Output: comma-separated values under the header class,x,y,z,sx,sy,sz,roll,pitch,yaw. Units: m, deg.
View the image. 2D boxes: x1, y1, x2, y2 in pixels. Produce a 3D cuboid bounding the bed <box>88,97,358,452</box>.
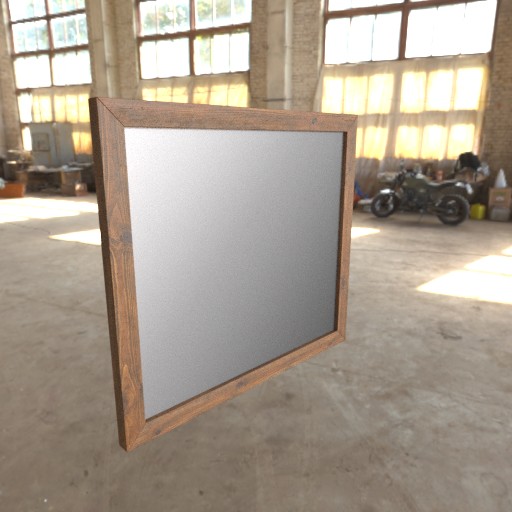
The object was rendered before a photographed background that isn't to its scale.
class,x,y,z,sx,sy,sz,roll,pitch,yaw
bed,0.000,0.000,1.488,1.046,0.942,0.046,-14,20,-42
